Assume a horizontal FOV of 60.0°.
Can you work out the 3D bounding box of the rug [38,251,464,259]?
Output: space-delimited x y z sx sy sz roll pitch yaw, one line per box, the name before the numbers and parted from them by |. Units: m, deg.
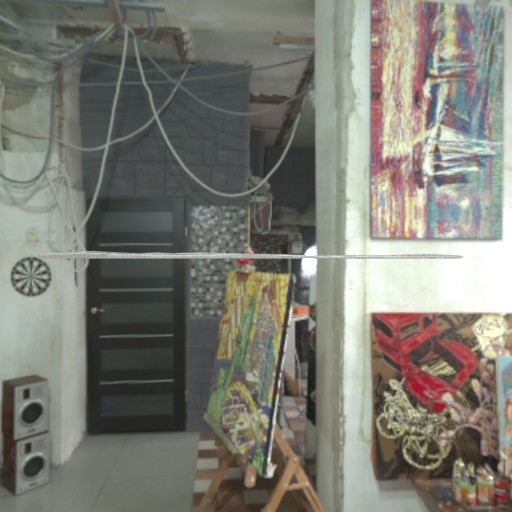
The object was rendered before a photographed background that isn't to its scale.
rug | 0.000 0.000 2.990 2.447 0.036 1.537 0 0 -35
